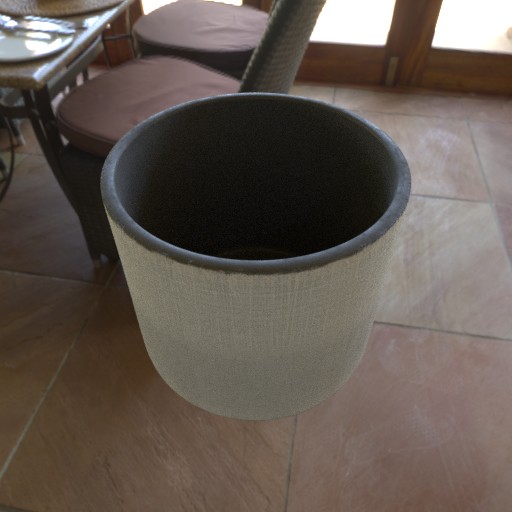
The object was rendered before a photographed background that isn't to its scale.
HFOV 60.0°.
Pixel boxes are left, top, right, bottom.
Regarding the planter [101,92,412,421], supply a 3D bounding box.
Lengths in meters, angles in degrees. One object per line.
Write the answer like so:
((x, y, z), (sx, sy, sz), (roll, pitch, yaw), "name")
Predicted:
((0.000, 0.000, 0.394), (0.226, 0.201, 0.226), (0, 45, 0), "planter")
